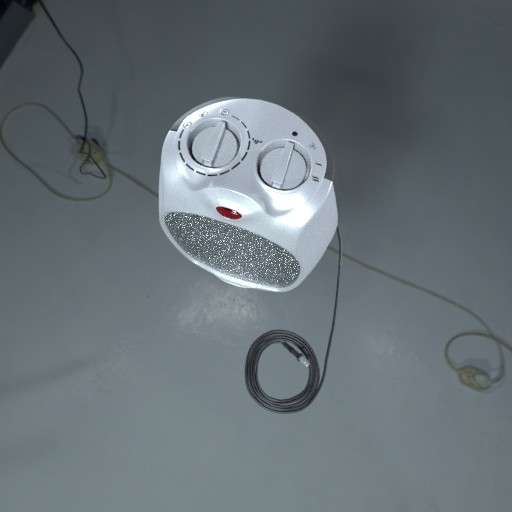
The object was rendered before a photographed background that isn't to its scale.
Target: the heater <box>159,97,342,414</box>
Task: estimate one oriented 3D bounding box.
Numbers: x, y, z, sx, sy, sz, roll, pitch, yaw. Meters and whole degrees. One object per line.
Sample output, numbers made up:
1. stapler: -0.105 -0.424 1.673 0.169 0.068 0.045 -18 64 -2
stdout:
1. heater: 0.000 0.000 0.466 0.239 0.240 0.291 19 74 5
